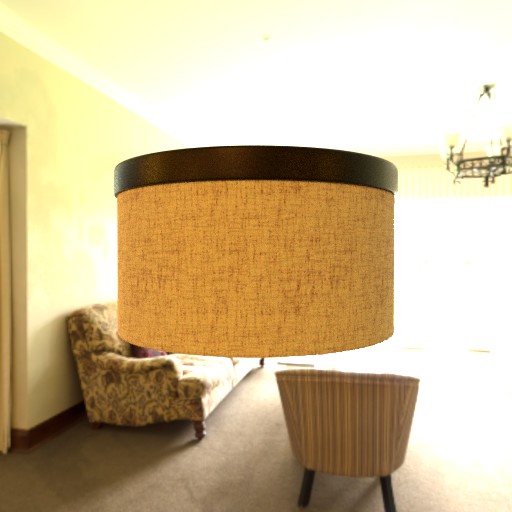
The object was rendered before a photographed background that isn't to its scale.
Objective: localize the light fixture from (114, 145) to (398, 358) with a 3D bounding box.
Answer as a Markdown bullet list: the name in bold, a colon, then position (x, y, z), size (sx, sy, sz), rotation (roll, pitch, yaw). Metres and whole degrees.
- **light fixture**: position (0.000, 0.000, 0.639), size (0.389, 0.229, 0.389), rotation (0, 1, 0)
